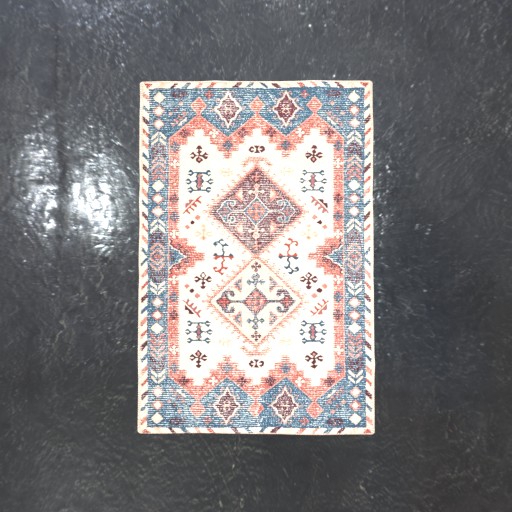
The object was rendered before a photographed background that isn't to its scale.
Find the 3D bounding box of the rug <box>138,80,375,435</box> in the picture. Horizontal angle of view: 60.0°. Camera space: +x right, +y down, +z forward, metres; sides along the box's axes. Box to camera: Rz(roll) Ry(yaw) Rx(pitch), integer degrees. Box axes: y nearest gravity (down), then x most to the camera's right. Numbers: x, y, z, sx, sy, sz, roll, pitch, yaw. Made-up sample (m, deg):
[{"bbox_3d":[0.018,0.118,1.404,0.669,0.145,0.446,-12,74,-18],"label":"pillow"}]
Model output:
[{"bbox_3d":[0.000,0.000,2.303,1.225,0.015,1.840,0,89,1],"label":"rug"}]
